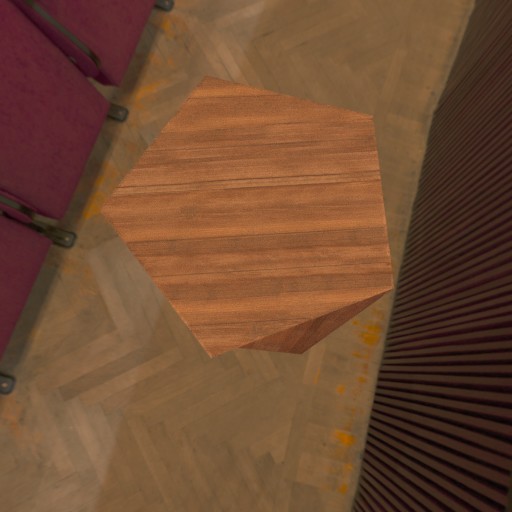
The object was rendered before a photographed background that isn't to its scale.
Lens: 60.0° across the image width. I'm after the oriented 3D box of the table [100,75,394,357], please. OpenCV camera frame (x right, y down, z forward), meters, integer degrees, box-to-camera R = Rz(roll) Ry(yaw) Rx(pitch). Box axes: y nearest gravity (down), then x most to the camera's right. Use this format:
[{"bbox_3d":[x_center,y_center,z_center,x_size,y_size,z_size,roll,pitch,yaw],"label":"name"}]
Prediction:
[{"bbox_3d":[0.000,0.000,0.915,0.425,0.604,0.441,17,76,4],"label":"table"}]
